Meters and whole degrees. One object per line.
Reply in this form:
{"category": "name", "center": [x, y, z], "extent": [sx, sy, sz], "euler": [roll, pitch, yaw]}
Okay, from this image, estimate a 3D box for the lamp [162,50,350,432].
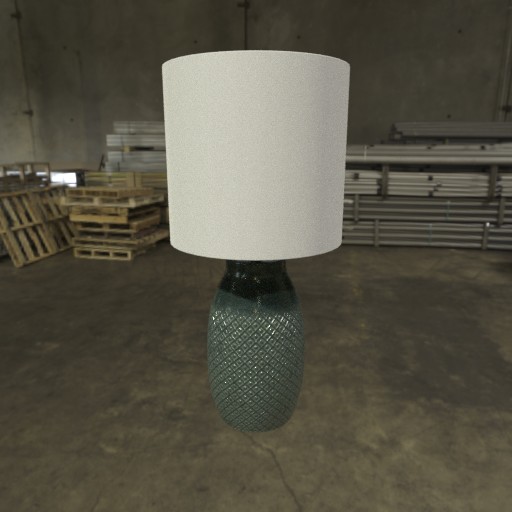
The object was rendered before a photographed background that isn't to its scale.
{"category": "lamp", "center": [0.000, 0.000, 0.576], "extent": [0.217, 0.453, 0.217], "euler": [2, 14, 9]}
